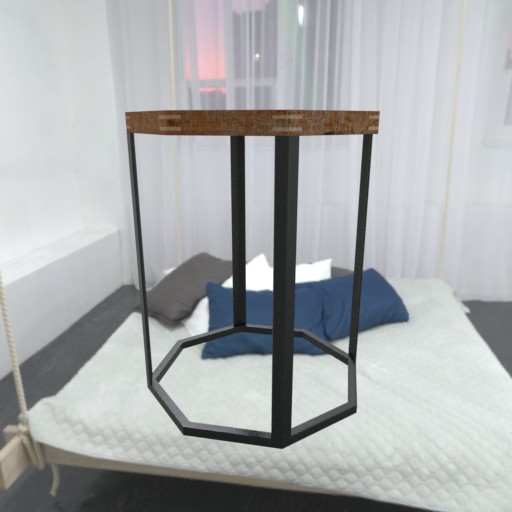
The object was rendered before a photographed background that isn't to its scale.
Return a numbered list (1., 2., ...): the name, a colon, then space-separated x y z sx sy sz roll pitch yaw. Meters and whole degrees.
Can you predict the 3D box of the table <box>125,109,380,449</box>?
1. table: 0.000 0.000 0.882 0.458 0.543 0.458 -3 17 -11
